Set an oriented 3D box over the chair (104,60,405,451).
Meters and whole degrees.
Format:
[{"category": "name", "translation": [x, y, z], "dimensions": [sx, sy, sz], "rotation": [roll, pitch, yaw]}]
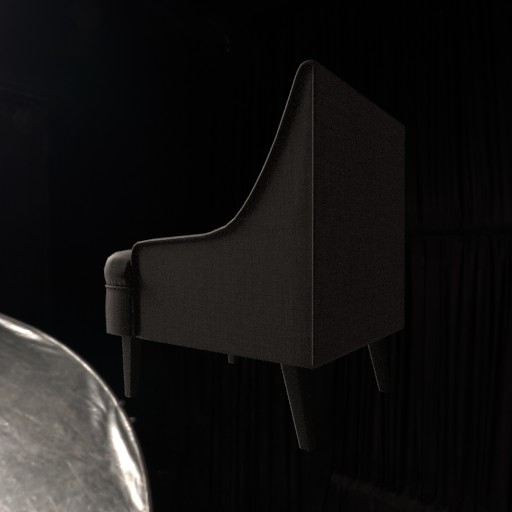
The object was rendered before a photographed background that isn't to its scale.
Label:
[{"category": "chair", "translation": [0.000, 0.000, 1.442], "dimensions": [0.771, 0.891, 0.655], "rotation": [1, 1, 36]}]
